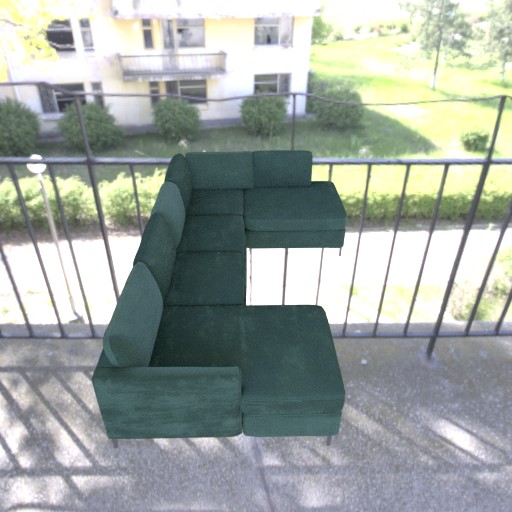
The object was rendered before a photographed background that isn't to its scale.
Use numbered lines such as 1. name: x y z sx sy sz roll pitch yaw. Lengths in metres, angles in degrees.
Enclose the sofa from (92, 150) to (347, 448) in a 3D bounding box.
1. sofa: 0.000 0.000 4.223 2.055 0.992 3.434 -1 33 -1
